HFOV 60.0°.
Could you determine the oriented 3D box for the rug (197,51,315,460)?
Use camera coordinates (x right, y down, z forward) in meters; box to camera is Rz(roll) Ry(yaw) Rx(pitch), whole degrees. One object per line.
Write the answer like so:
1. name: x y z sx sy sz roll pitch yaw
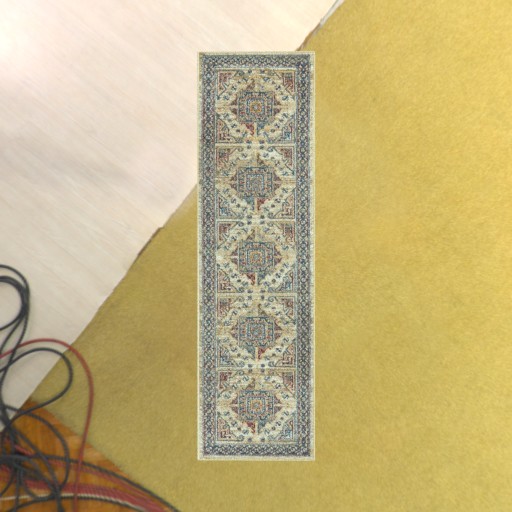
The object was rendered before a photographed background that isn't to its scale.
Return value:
1. rug: 0.000 0.000 2.492 0.661 0.013 2.297 0 90 0
